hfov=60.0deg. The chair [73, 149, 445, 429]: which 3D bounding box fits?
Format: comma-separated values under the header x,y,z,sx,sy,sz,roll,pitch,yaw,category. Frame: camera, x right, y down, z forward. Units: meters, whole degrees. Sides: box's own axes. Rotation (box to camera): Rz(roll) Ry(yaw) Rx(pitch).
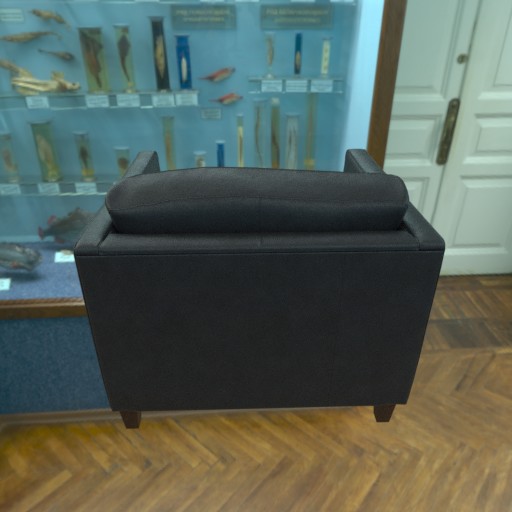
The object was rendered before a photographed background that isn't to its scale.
x,y,z,sx,sy,sz,roll,pitch,yaw,category
0.000,0.000,1.575,0.939,0.811,0.862,-1,29,-2,chair
